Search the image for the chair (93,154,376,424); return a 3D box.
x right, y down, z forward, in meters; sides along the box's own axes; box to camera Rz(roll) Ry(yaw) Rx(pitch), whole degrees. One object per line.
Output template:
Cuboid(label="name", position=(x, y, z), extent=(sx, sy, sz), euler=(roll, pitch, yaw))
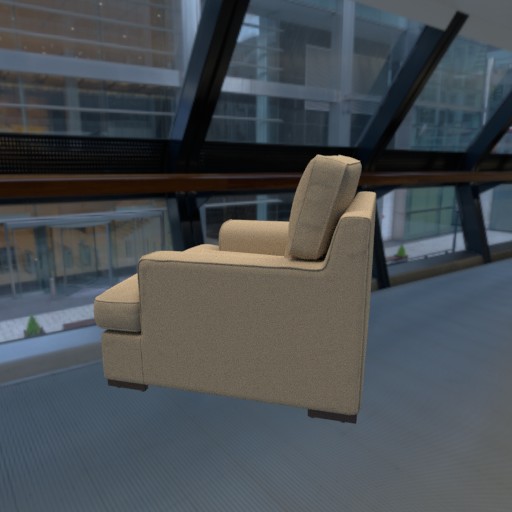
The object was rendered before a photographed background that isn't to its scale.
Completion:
Cuboid(label="chair", position=(0.000, 0.000, 2.257), extent=(1.274, 1.005, 1.293), euler=(2, 13, 8))
